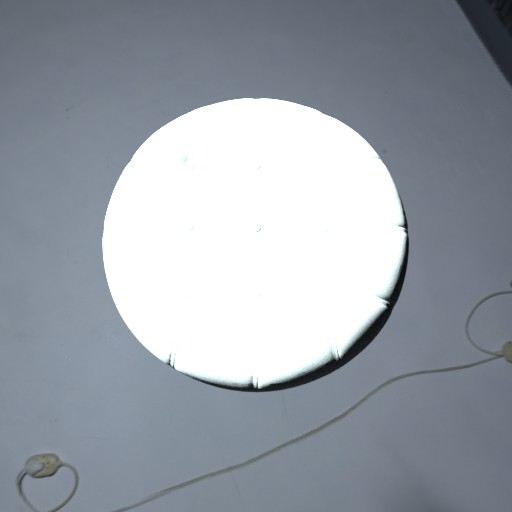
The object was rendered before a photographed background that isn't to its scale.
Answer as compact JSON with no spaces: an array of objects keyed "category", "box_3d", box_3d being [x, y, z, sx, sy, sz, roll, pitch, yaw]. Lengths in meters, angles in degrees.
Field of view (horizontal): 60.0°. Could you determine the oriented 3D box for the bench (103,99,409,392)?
[{"category":"bench","box_3d":[0.000,0.000,1.032,0.600,0.453,0.600,0,75,0]}]
